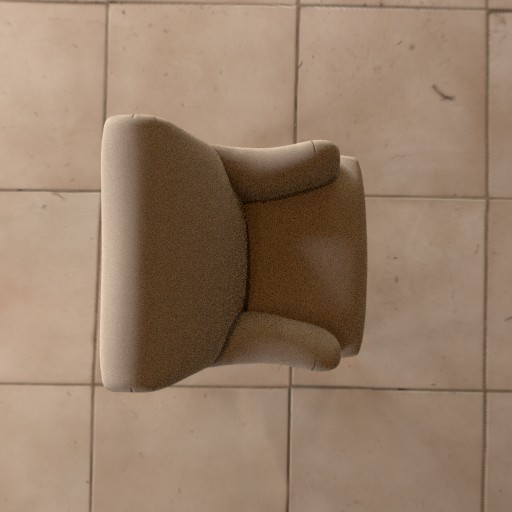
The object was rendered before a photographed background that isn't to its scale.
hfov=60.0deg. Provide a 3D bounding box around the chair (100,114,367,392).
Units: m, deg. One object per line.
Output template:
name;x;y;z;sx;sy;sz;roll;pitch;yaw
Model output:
chair;0.000;0.000;1.578;0.842;0.942;0.766;0;89;-1
